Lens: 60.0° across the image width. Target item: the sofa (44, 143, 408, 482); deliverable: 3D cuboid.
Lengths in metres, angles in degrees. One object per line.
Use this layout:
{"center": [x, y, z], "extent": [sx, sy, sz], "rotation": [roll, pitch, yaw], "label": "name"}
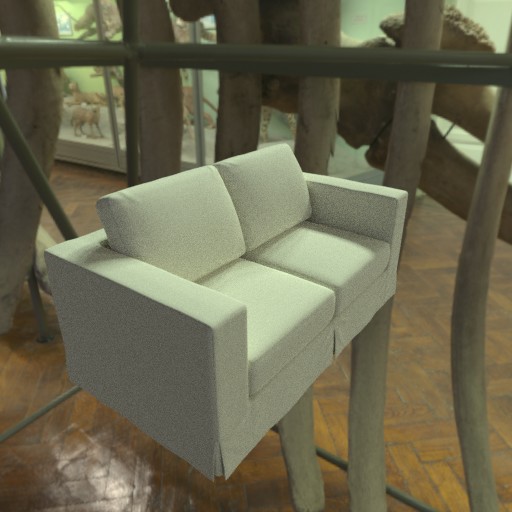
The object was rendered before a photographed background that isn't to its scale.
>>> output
{"center": [0.000, 0.000, 2.384], "extent": [1.009, 0.932, 1.813], "rotation": [18, 31, 32], "label": "sofa"}
